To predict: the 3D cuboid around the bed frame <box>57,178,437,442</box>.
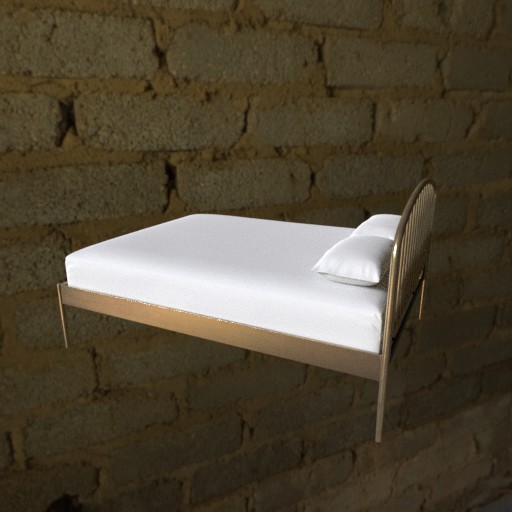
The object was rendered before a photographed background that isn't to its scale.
[{"bbox_3d":[0.000,0.000,3.118,2.152,1.175,1.612,8,18,25],"label":"bed frame"}]
